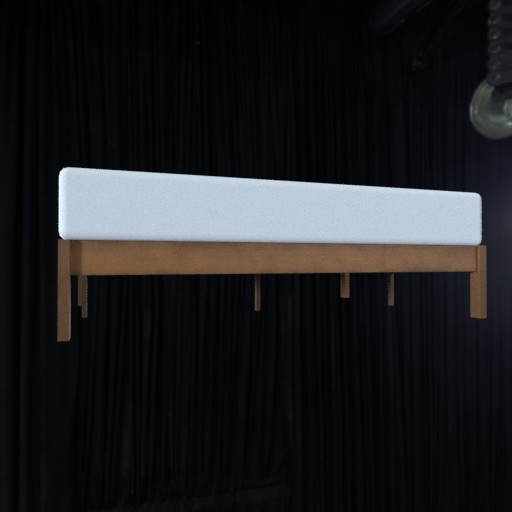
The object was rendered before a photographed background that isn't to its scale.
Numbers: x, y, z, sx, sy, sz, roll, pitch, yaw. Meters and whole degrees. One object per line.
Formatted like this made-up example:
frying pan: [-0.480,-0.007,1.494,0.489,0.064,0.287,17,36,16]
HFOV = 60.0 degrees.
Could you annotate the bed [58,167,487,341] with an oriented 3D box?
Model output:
bed: [0.000,0.000,2.501,1.927,0.616,1.348,0,-1,-19]
